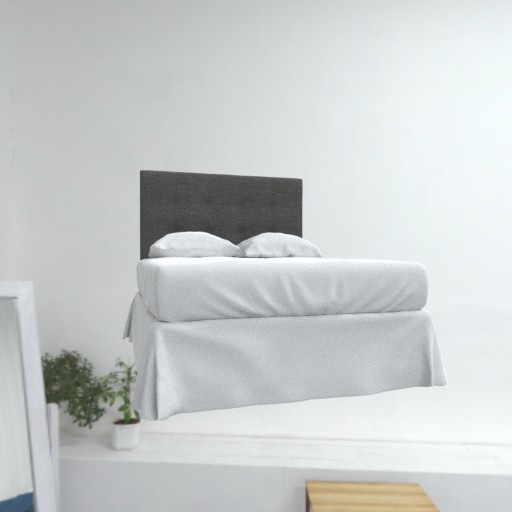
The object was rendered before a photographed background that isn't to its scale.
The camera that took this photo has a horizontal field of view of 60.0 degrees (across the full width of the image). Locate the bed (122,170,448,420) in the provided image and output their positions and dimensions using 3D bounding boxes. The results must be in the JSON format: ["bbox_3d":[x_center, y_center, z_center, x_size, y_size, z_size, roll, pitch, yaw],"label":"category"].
[{"bbox_3d":[0.000,0.000,3.407,1.936,1.577,2.222,0,1,-18],"label":"bed"}]
